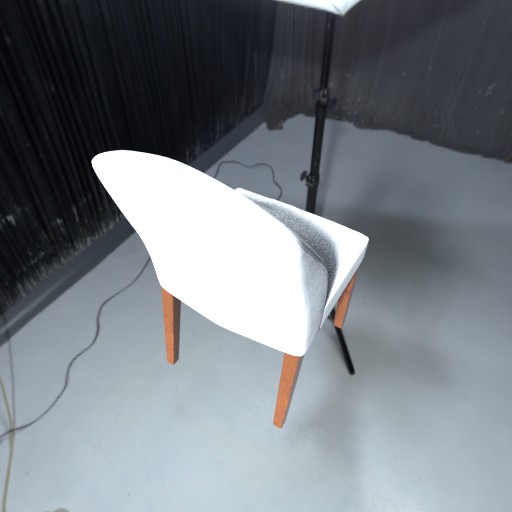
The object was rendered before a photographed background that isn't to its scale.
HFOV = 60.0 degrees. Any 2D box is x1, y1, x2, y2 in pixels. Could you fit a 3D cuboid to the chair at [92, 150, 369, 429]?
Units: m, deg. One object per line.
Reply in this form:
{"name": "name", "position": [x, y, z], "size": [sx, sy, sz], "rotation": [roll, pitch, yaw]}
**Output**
{"name": "chair", "position": [0.000, 0.000, 1.210], "size": [0.472, 0.893, 0.540], "rotation": [24, 50, 22]}
